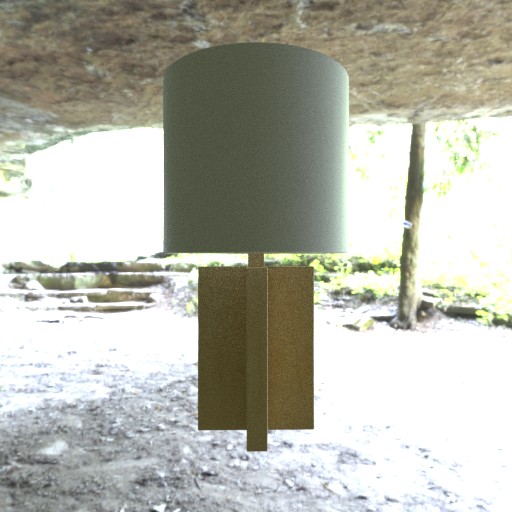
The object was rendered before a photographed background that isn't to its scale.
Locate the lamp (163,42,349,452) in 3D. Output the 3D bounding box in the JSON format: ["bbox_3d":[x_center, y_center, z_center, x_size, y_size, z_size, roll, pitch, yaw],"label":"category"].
[{"bbox_3d":[0.000,0.000,0.556,0.229,0.428,0.229,0,0,-1],"label":"lamp"}]
